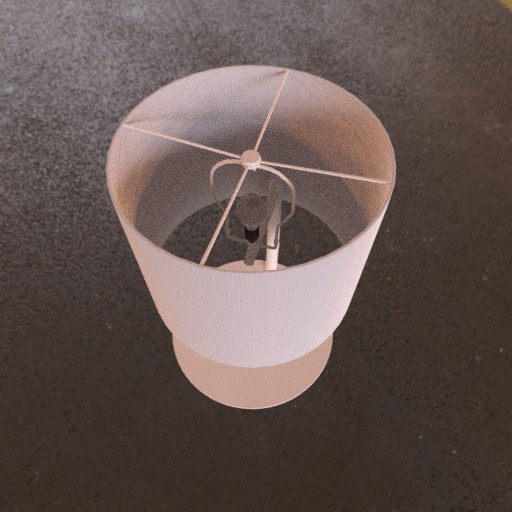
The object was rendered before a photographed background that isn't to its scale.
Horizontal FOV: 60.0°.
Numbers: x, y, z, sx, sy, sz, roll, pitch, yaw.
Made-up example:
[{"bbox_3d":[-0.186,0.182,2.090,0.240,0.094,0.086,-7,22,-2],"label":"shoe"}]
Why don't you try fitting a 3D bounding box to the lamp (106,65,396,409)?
[{"bbox_3d":[0.000,0.000,0.662,0.299,0.454,0.341,14,58,9],"label":"lamp"}]
